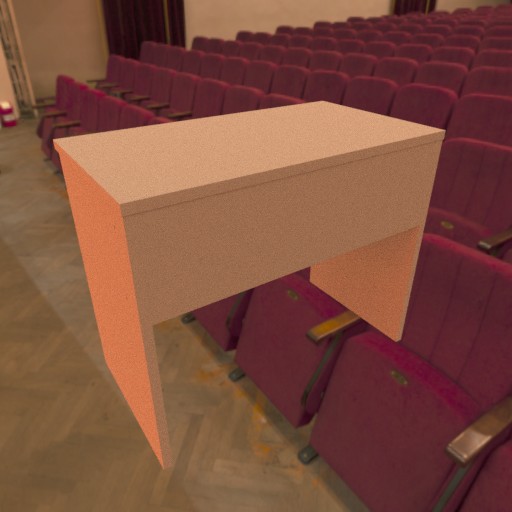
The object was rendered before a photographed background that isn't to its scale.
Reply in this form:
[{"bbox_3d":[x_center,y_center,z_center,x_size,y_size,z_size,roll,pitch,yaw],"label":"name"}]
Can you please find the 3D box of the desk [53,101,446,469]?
[{"bbox_3d":[0.000,0.000,1.338,0.900,0.729,0.498,-19,35,-29],"label":"desk"}]
